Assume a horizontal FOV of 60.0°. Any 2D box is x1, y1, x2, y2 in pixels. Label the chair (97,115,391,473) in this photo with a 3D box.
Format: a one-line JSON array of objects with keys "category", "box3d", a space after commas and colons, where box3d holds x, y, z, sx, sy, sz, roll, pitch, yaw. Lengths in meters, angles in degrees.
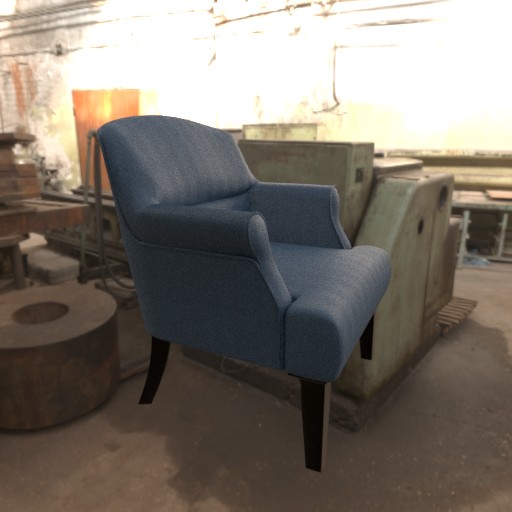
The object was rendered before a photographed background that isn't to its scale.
[{"category": "chair", "box3d": [0.000, 0.000, 1.423, 0.754, 0.878, 0.770, 7, 16, 24]}]
